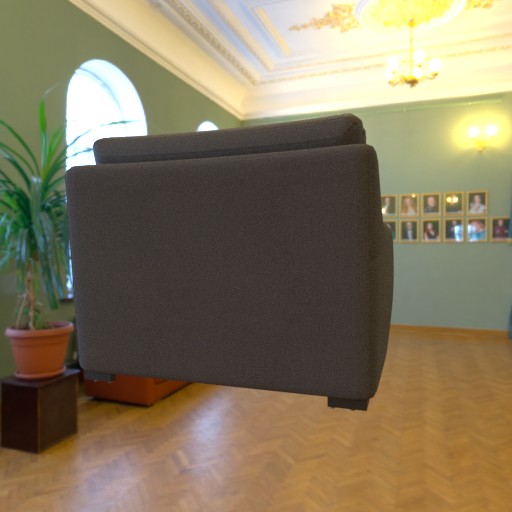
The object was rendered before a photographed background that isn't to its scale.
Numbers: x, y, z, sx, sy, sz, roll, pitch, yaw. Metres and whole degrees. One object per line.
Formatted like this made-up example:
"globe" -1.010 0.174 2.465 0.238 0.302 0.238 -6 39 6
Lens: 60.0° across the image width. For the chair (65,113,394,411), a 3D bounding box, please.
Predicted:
"chair" 0.000 0.000 1.960 1.168 0.940 1.143 0 1 19
